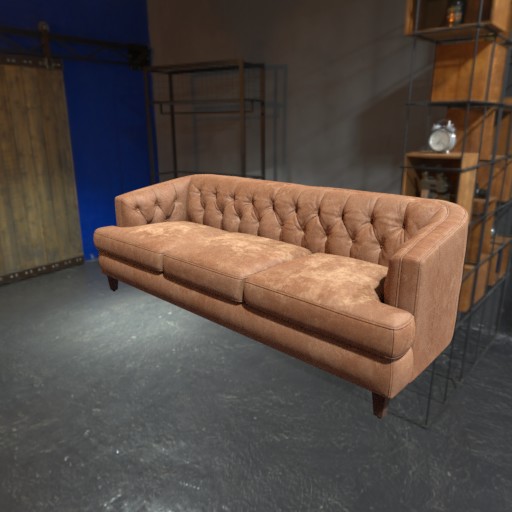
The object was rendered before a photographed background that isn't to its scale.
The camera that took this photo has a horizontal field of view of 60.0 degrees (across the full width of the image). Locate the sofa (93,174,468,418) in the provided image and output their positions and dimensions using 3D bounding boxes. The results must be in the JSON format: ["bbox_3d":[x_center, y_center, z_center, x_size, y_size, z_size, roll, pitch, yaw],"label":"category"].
[{"bbox_3d":[0.000,0.000,2.639,2.257,0.791,0.922,15,22,41],"label":"sofa"}]
